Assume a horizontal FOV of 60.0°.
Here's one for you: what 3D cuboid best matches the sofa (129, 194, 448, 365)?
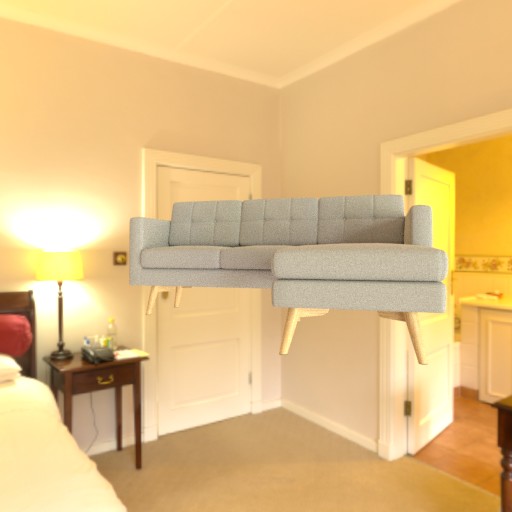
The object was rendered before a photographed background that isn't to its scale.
[{"bbox_3d":[0.000,0.000,2.755,2.040,0.860,1.530,0,1,17],"label":"sofa"}]
